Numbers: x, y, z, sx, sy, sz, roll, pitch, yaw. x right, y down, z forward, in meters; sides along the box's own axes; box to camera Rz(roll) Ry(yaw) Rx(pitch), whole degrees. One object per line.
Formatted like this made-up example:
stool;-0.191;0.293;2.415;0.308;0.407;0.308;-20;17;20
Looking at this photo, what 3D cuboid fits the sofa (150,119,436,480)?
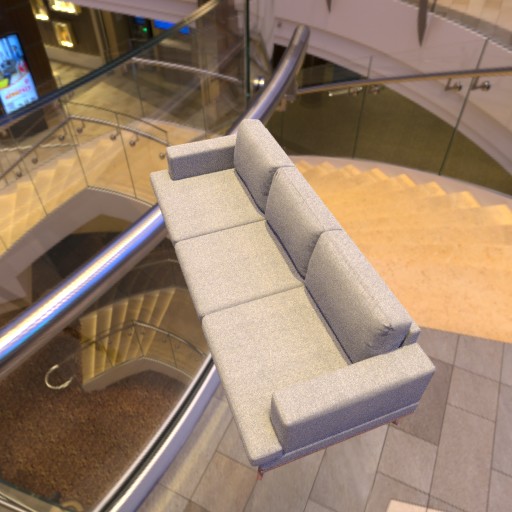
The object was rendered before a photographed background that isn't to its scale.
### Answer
sofa;0.000;0.000;2.786;0.920;0.810;2.310;-15;47;-14
